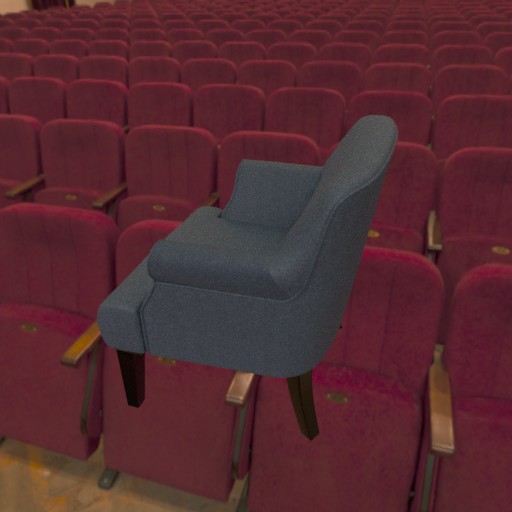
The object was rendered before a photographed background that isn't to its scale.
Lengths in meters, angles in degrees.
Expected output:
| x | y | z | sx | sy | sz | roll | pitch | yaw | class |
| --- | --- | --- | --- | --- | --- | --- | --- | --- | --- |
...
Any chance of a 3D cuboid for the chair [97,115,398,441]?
| x | y | z | sx | sy | sz | roll | pitch | yaw | class |
| --- | --- | --- | --- | --- | --- | --- | --- | --- | --- |
| 0.000 | 0.000 | 1.433 | 0.754 | 0.878 | 0.770 | 9 | 31 | 15 | chair |
